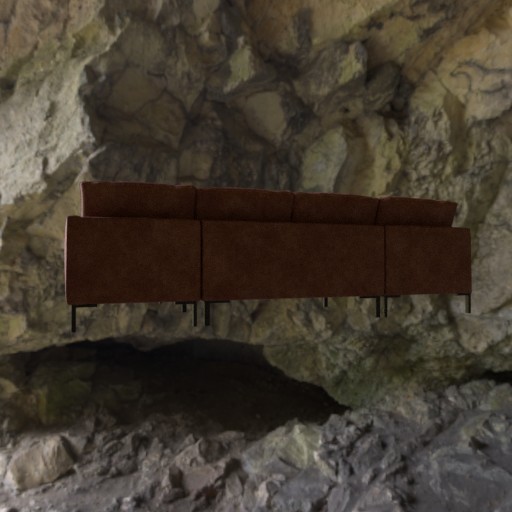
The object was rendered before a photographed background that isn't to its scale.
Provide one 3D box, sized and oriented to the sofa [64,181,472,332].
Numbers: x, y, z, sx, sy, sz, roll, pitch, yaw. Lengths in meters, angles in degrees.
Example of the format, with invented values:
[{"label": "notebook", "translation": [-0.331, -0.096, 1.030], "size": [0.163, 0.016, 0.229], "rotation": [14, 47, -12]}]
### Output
[{"label": "sofa", "translation": [0.000, 0.000, 3.867], "size": [2.956, 0.900, 1.939], "rotation": [0, -1, -19]}]
